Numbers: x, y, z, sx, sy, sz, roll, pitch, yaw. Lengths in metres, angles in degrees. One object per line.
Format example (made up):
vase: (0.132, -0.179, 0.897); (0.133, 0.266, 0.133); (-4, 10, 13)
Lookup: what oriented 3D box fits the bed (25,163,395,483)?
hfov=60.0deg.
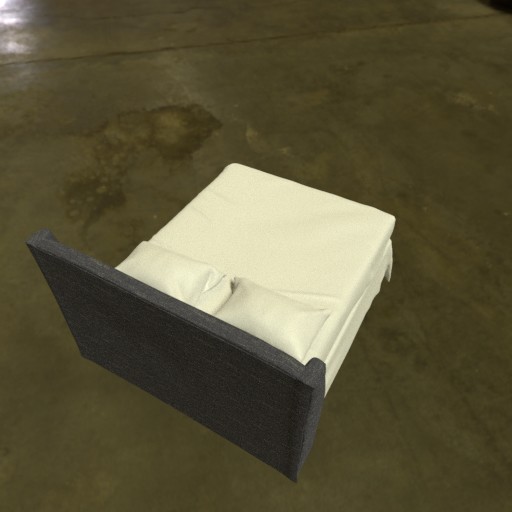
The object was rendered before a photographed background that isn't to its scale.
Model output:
bed: (0.000, 0.000, 3.443); (1.925, 1.332, 2.276); (22, 50, 20)
